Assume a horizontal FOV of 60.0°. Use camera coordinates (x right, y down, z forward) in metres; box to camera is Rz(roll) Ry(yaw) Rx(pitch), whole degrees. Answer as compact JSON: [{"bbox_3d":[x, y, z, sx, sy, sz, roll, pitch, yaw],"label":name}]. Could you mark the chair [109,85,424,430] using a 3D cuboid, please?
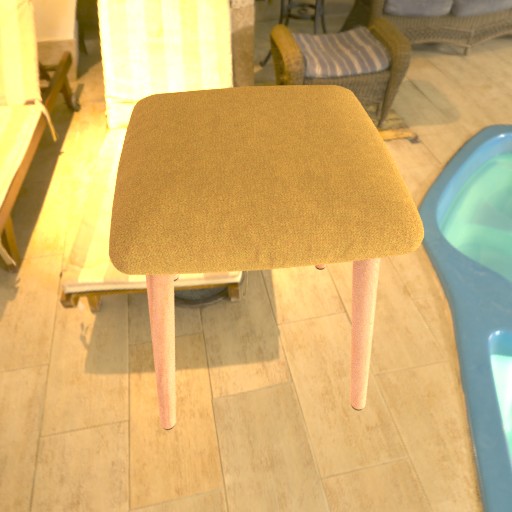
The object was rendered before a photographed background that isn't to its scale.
[{"bbox_3d":[0.000,0.000,0.696,0.350,0.440,0.350,-4,47,-4],"label":"chair"}]
